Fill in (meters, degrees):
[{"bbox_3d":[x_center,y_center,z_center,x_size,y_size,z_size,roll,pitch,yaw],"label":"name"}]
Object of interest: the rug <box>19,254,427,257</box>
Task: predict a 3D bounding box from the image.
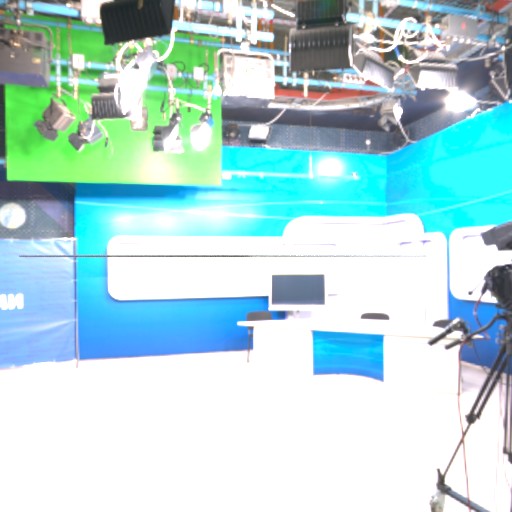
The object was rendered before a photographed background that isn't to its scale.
[{"bbox_3d":[0.000,0.000,2.842,1.555,0.011,2.232,0,0,36],"label":"rug"}]
